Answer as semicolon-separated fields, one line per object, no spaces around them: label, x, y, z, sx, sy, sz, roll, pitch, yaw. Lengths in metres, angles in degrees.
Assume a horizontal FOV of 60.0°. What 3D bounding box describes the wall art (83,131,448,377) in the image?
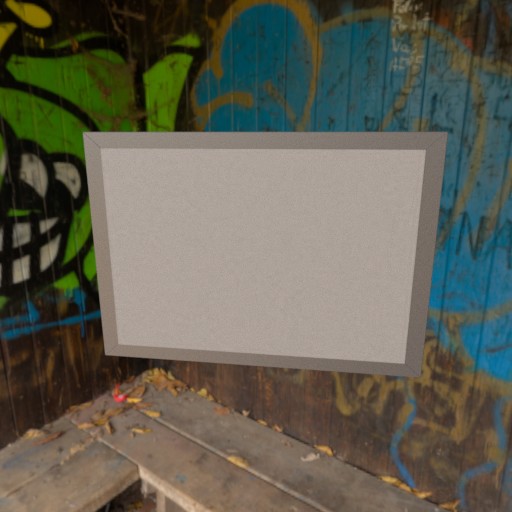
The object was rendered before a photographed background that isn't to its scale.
wall art;0.000;0.000;0.567;0.432;0.306;0.016;2;16;8
